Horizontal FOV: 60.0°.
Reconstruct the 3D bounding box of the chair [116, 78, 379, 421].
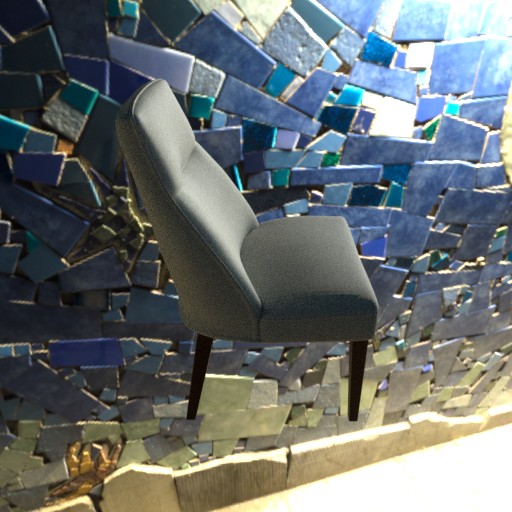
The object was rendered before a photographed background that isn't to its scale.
[{"bbox_3d":[0.000,0.000,1.296,0.620,0.930,0.500,0,33,-1],"label":"chair"}]
